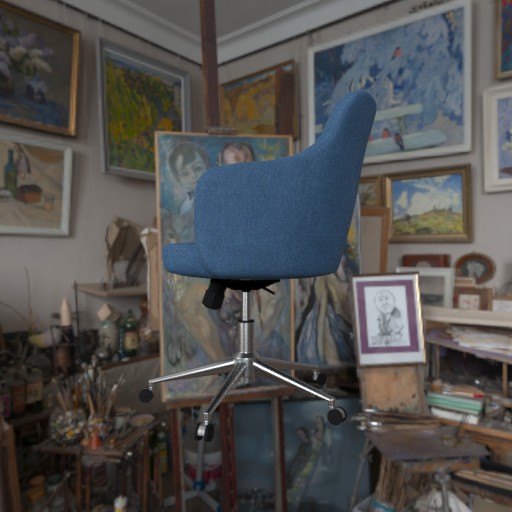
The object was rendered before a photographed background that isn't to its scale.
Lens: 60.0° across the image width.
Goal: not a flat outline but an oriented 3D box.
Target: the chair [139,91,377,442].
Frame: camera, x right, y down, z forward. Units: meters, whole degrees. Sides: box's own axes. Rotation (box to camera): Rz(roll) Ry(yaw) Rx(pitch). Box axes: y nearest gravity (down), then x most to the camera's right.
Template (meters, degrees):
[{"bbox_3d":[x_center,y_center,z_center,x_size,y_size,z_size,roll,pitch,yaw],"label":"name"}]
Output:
[{"bbox_3d":[0.000,0.000,1.249,0.655,0.820,0.599,0,0,1],"label":"chair"}]
